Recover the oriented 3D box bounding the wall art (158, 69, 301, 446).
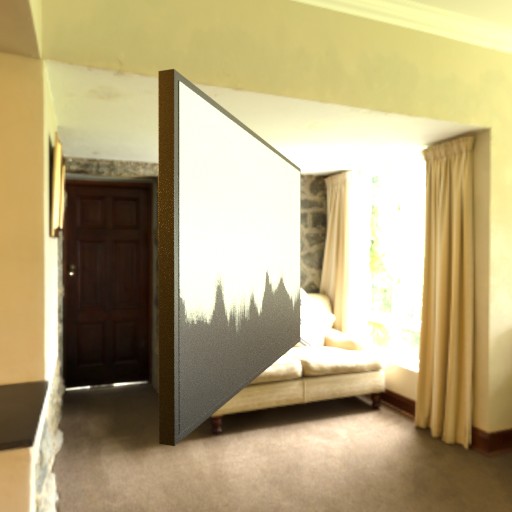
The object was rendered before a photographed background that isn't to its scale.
[{"bbox_3d":[0.000,0.000,0.838,0.022,0.446,0.659,0,1,19],"label":"wall art"}]
